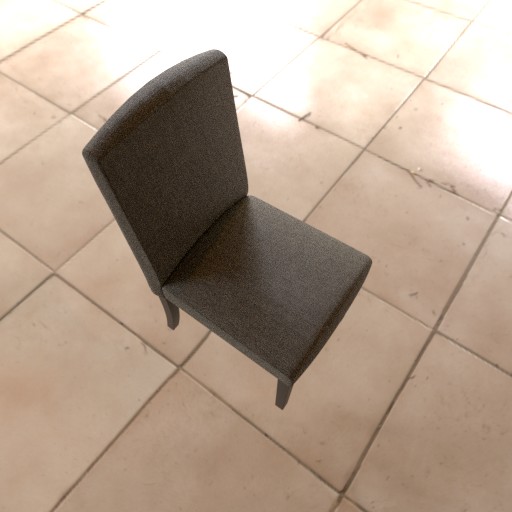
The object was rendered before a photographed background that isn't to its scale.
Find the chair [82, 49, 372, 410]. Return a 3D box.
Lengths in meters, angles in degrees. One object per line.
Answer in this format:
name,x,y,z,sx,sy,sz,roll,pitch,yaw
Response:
chair,0.000,0.000,1.266,0.580,0.917,0.451,31,63,18
